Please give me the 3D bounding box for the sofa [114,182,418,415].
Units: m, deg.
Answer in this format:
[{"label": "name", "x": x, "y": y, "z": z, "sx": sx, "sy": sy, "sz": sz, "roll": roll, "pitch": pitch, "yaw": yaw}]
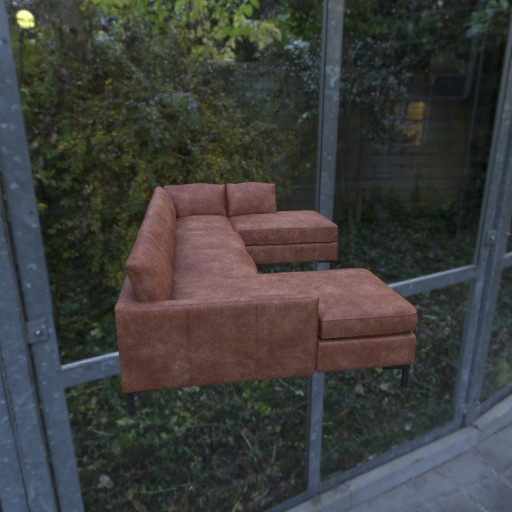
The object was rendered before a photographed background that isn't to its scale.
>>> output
[{"label": "sofa", "x": 0.000, "y": 0.000, "z": 3.830, "sx": 1.939, "sy": 0.900, "sz": 2.956, "roll": -3, "pitch": 17, "yaw": -9}]
